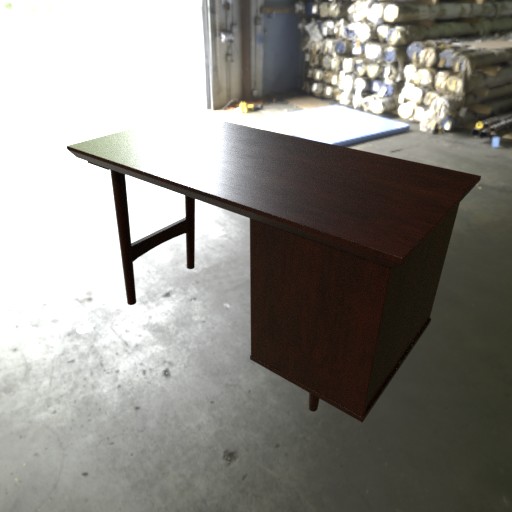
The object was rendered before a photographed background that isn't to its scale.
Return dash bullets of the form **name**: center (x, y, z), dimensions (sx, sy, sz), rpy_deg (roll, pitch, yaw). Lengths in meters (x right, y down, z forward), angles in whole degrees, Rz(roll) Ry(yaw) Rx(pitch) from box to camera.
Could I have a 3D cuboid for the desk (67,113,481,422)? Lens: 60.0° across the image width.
- **desk**: center (0.000, 0.000, 1.685), dimensions (1.277, 0.758, 0.612), rpy_deg (22, 38, 32)
